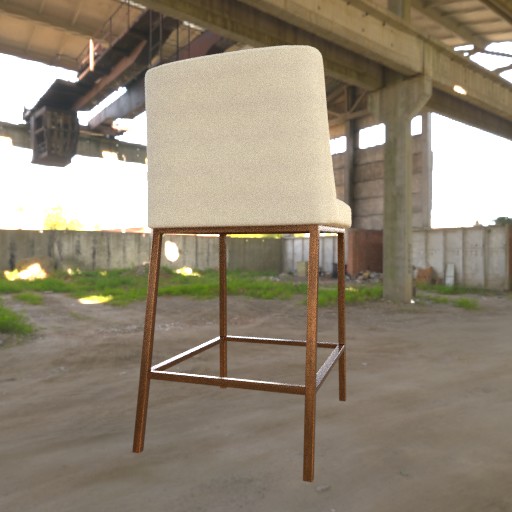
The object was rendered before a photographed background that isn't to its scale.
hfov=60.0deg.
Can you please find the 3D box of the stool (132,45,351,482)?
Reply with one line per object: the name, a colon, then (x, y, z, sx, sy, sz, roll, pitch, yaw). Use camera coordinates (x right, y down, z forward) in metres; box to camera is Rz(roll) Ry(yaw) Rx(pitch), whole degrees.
stool: (0.000, 0.000, 1.298, 0.507, 0.973, 0.576, 0, 1, 19)
